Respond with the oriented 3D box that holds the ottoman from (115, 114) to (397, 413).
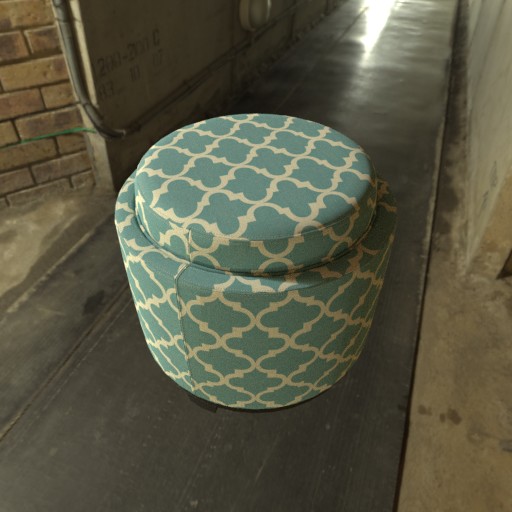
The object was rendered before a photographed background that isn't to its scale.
[{"bbox_3d":[0.000,0.000,0.854,0.480,0.429,0.480,0,42,0],"label":"ottoman"}]
